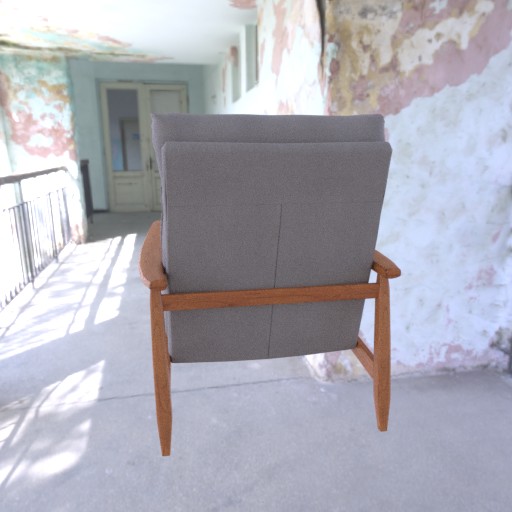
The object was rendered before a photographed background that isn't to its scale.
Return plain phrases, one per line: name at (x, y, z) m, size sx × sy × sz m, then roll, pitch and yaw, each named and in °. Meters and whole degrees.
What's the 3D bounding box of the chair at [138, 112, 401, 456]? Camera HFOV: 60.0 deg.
chair at (0.000, 0.000, 1.551) m, size 0.782 × 0.922 × 0.816 m, roll -2°, pitch 15°, yaw -9°
